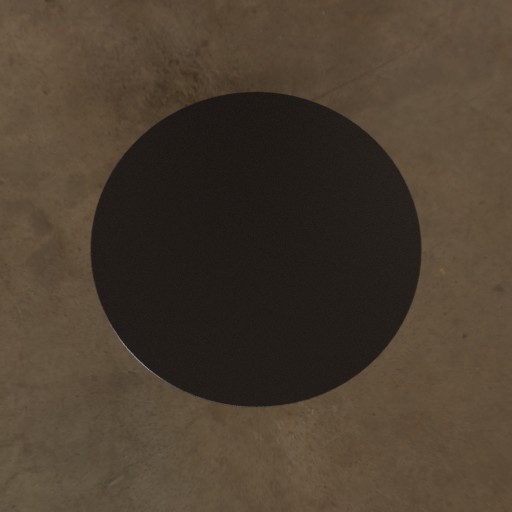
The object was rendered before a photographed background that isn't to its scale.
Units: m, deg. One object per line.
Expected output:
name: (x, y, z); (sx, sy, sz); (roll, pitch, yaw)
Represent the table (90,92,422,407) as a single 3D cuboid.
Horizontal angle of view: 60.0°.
table: (0.000, 0.000, 1.446); (0.914, 0.457, 0.914); (0, 74, 0)
